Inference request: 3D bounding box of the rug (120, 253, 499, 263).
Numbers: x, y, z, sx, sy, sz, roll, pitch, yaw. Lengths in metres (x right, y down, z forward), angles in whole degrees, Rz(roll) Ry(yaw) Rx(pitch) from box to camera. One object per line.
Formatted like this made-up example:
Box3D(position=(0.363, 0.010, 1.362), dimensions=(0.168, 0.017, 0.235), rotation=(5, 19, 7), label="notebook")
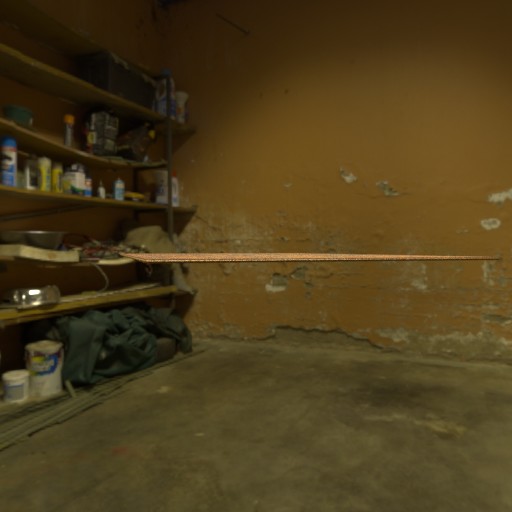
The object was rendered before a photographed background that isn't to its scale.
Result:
Box3D(position=(0.000, 0.000, 3.655), dimensions=(2.043, 0.019, 2.916), rotation=(0, 1, -19), label="rug")
